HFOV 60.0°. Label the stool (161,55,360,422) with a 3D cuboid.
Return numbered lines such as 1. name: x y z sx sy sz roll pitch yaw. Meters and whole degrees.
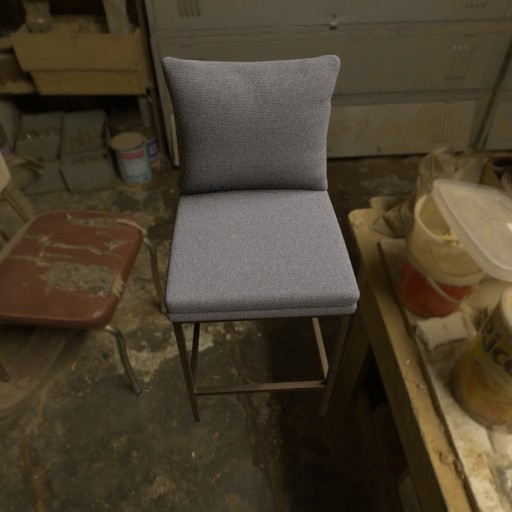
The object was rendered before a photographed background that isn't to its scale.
1. stool: 0.000 0.000 1.323 0.463 1.031 0.569 -2 46 -2
